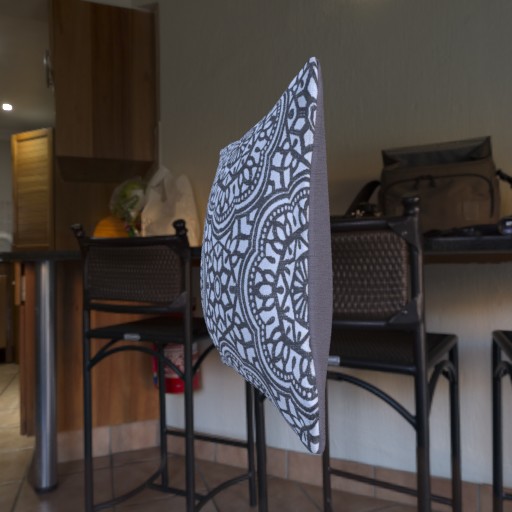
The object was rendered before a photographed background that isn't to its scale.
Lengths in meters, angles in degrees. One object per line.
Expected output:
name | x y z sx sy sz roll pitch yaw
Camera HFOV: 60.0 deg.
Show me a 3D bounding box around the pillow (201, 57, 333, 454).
pillow | 0.000 0.000 0.662 0.148 0.417 0.436 0 0 -17
